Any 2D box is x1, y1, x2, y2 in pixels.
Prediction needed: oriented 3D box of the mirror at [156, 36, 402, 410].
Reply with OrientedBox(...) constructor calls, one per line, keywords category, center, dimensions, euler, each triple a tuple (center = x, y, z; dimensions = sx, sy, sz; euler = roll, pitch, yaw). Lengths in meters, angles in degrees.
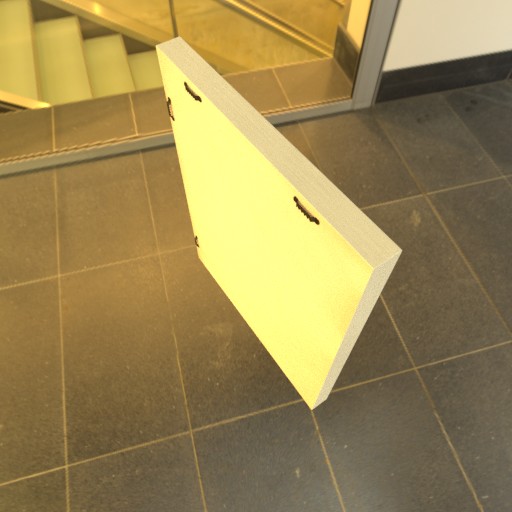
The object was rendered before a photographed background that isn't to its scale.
OrientedBox(category="mirror", center=(0.000, 0.000, 0.697), dimensions=(0.041, 0.509, 0.406), euler=(-30, 62, -18))
